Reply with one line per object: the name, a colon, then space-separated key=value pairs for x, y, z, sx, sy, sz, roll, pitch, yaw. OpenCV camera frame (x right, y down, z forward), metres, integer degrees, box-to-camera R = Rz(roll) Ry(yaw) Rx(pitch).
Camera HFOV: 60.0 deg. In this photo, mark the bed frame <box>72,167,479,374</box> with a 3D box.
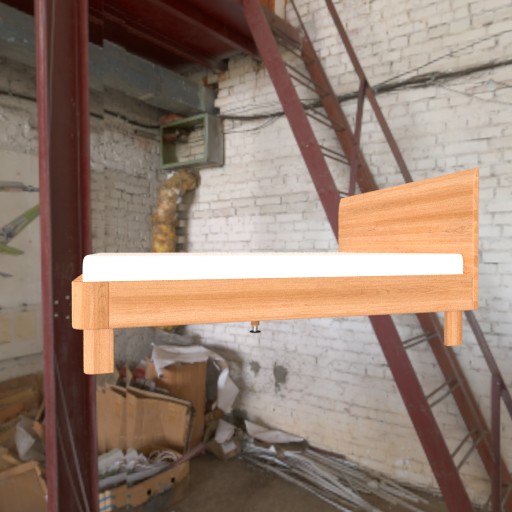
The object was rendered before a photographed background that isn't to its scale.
bed frame: x=0.000 y=0.000 z=2.732 sx=1.992 sy=0.940 sz=1.472 roll=0 pitch=1 yaw=-18
